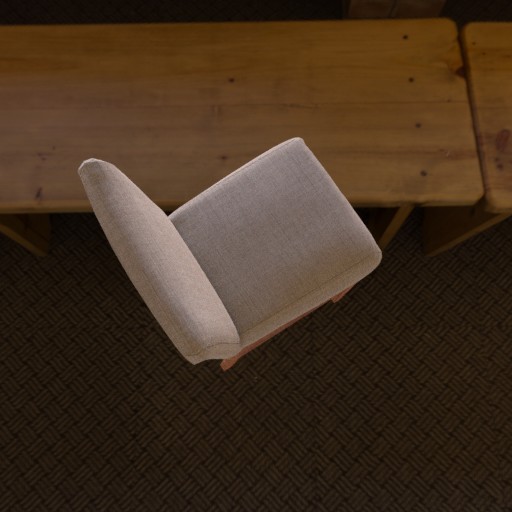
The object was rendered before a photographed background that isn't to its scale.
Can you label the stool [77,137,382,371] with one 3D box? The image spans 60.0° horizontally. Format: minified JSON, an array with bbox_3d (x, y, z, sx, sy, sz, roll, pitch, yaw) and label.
[{"bbox_3d":[0.000,0.000,1.310,0.567,1.039,0.454,-31,77,-8],"label":"stool"}]
